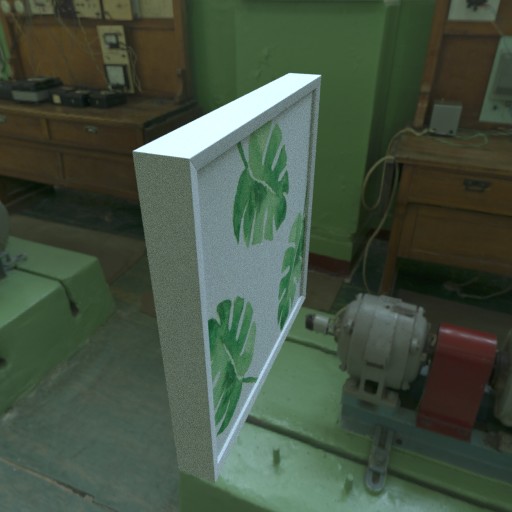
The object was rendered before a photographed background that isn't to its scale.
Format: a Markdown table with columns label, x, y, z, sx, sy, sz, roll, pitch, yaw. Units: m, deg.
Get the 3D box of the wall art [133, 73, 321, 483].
| label | x | y | z | sx | sy | sz | roll | pitch | yaw |
| --- | --- | --- | --- | --- | --- | --- | --- | --- | --- |
| wall art | 0.000 | 0.000 | 0.453 | 0.038 | 0.305 | 0.305 | 11 | 33 | 18 |
